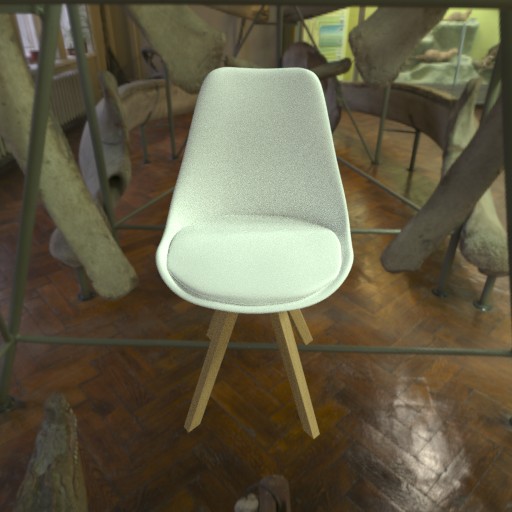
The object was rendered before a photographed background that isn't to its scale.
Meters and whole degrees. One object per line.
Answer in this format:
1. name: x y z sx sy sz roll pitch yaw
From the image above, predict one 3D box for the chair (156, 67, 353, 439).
1. chair: 0.000 0.000 1.160 0.485 0.849 0.550 2 31 3
